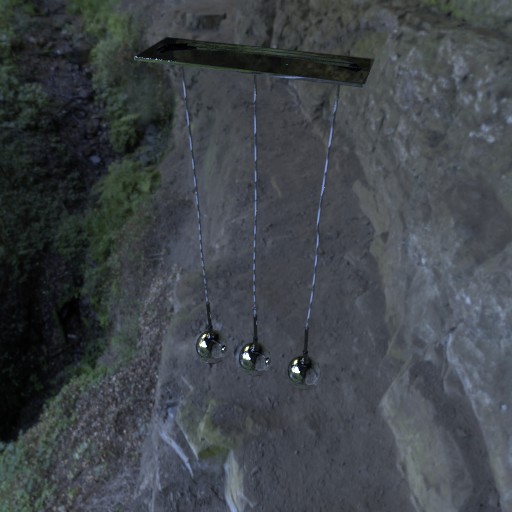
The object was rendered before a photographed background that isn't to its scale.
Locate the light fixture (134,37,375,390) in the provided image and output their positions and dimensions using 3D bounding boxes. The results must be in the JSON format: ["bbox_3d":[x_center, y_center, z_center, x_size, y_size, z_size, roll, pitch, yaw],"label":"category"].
[{"bbox_3d":[0.000,0.000,1.644,0.623,1.408,0.188,13,43,14],"label":"light fixture"}]
